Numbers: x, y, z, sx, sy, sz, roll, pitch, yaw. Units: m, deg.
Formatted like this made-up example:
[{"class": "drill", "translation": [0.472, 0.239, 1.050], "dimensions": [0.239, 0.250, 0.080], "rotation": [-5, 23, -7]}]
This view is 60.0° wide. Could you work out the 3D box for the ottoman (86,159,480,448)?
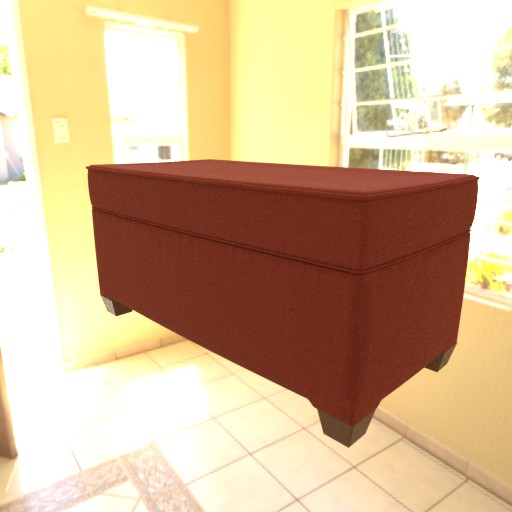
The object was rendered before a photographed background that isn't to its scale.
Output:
[{"class": "ottoman", "translation": [0.000, 0.000, 1.174], "dimensions": [0.948, 0.454, 0.497], "rotation": [15, 21, 43]}]
